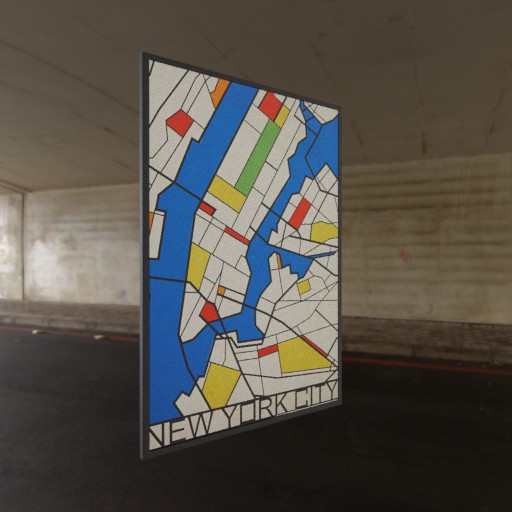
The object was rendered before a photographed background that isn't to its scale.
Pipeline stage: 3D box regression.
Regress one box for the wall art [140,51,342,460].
[{"bbox_3d":[0.000,0.000,0.850,0.457,0.657,0.013,0,0,-36],"label":"wall art"}]
